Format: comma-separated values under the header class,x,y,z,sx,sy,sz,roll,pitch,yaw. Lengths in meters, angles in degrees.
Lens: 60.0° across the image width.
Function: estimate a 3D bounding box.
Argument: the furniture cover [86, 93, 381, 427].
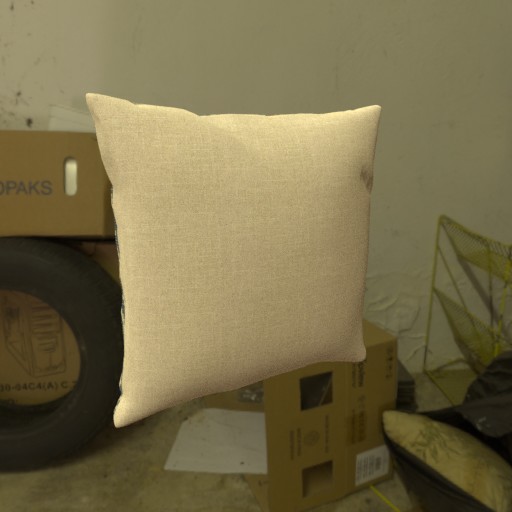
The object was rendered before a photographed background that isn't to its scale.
class,x,y,z,sx,sy,sz,roll,pitch,yaw
furniture cover,0.000,0.000,0.644,0.431,0.431,0.139,-7,16,-26
